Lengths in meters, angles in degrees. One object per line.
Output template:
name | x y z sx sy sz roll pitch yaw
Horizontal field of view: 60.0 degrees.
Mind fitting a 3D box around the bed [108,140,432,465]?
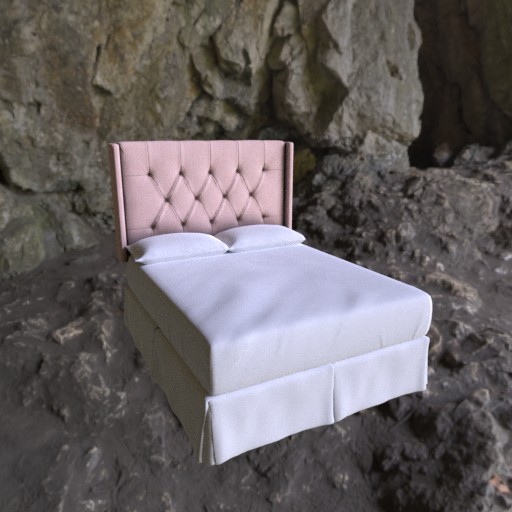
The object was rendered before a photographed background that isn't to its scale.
bed | 0.000 0.000 3.348 1.719 1.665 2.066 -8 17 -27
